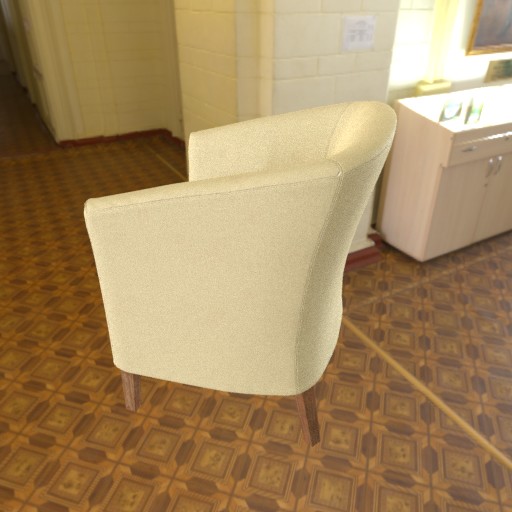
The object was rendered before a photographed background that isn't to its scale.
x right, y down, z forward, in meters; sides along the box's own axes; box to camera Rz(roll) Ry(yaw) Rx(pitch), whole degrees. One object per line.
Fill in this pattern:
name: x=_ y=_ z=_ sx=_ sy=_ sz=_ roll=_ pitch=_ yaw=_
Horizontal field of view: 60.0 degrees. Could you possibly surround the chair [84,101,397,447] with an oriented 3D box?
chair: x=0.000 y=0.000 z=1.274 sx=0.657 sy=0.822 sz=0.643 roll=8 pitch=31 yaw=14
